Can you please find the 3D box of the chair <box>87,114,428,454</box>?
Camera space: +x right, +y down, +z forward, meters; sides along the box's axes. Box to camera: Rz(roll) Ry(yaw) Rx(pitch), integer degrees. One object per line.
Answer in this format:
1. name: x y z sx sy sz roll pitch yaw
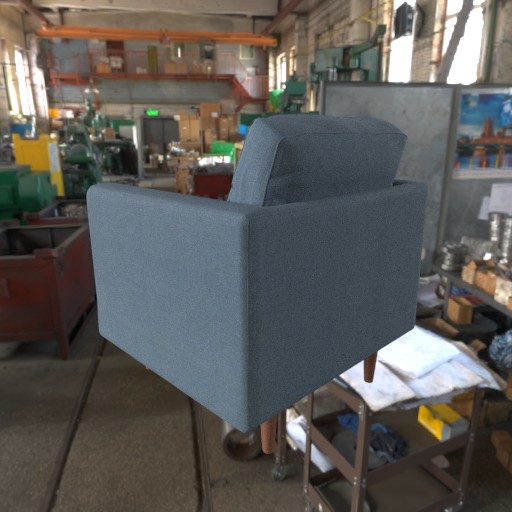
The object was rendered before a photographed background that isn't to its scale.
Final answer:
1. chair: 0.000 0.000 1.537 0.855 0.922 0.820 -15 22 -42
